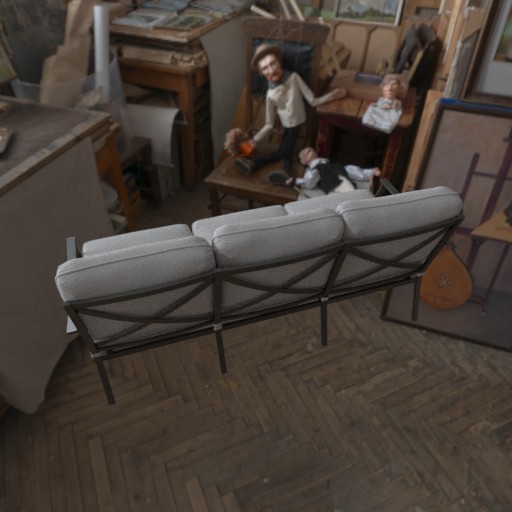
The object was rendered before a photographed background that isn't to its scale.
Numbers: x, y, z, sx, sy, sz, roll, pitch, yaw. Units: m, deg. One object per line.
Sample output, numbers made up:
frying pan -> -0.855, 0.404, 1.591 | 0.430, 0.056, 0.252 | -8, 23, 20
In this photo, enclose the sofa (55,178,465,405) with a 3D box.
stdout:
sofa -> 0.000, 0.000, 2.223 | 1.740, 0.860, 0.787 | -12, 44, -13
